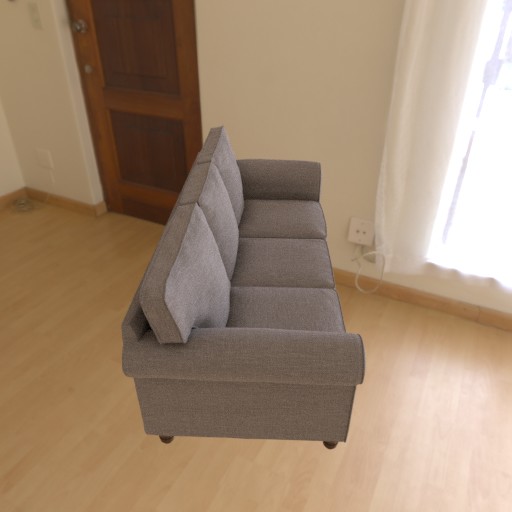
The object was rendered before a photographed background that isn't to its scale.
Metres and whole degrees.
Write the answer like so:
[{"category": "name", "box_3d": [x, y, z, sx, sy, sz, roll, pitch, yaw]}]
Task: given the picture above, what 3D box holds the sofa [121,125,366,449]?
[{"category": "sofa", "box_3d": [0.000, 0.000, 2.563, 0.916, 0.961, 2.084, 1, 32, 2]}]
